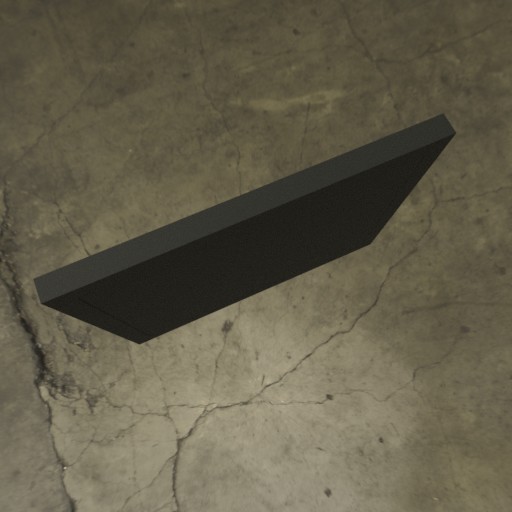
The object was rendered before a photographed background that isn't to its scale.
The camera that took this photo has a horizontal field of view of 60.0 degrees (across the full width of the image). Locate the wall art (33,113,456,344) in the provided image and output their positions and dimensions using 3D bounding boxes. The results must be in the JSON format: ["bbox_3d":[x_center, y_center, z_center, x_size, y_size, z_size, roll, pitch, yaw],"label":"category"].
[{"bbox_3d":[0.000,0.000,0.555,0.404,0.329,0.024,-23,74,-7],"label":"wall art"}]
